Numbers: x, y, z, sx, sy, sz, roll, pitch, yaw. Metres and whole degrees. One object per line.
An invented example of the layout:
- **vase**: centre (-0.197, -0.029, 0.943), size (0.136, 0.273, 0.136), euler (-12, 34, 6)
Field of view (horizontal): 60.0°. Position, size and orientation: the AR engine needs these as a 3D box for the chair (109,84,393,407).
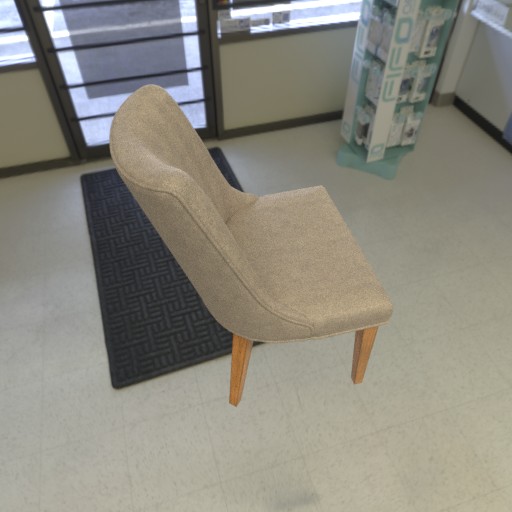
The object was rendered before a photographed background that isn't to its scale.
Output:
- **chair**: centre (0.000, 0.000, 1.300), size (0.636, 0.916, 0.548), euler (-11, 48, -10)
